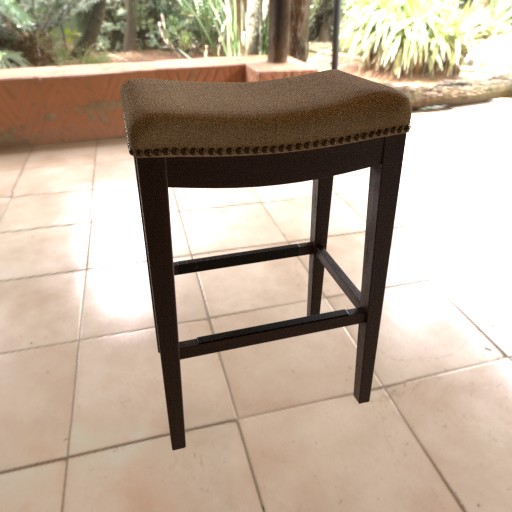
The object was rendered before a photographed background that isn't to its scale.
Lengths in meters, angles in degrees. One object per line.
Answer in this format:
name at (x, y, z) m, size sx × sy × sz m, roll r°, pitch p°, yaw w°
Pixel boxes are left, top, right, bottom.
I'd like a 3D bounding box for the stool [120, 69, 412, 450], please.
stool at (0.000, 0.000, 1.036) m, size 0.509 × 0.768 × 0.363 m, roll -9°, pitch 33°, yaw -14°
